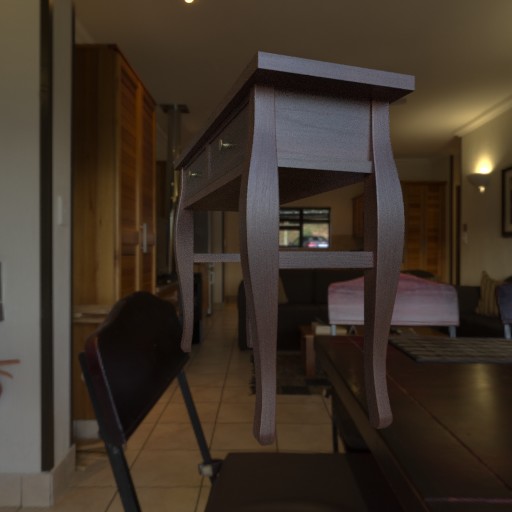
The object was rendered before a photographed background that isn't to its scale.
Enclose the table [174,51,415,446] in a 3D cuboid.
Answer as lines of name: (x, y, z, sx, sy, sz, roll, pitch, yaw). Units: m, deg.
table: (0.000, 0.000, 1.391, 0.373, 0.768, 1.062, 0, 0, -19)
